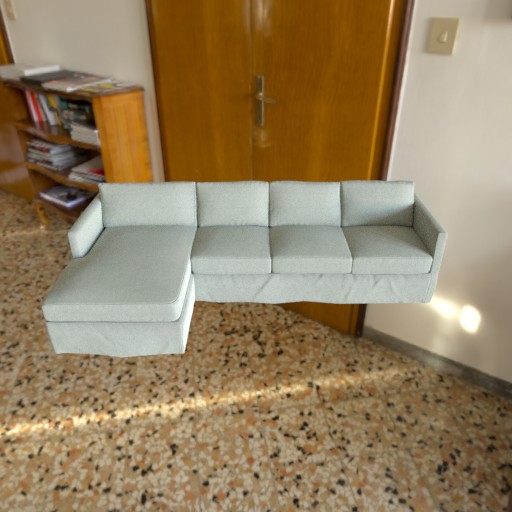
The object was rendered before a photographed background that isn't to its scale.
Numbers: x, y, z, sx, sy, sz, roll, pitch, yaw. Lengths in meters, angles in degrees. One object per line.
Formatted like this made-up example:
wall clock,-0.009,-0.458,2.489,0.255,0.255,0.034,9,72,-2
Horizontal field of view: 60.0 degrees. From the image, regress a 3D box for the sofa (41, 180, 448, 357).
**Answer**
sofa,0.000,0.000,3.896,3.205,0.922,1.650,0,31,0
